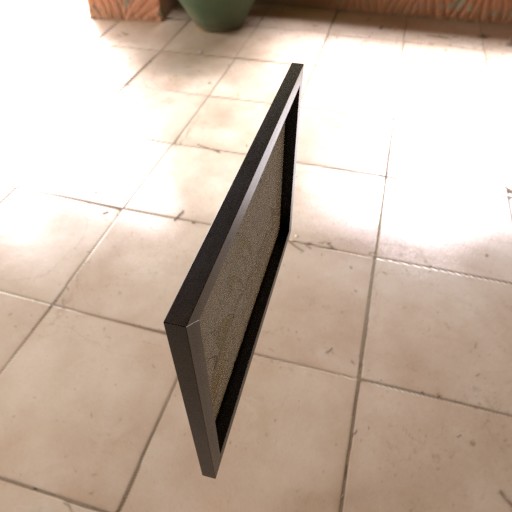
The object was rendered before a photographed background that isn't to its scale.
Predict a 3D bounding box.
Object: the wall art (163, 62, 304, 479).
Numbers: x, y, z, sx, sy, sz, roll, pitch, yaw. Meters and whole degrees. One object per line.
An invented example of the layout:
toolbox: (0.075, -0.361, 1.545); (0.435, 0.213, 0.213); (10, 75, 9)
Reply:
wall art: (0.000, 0.000, 0.834); (0.027, 0.458, 0.657); (11, 47, 10)
